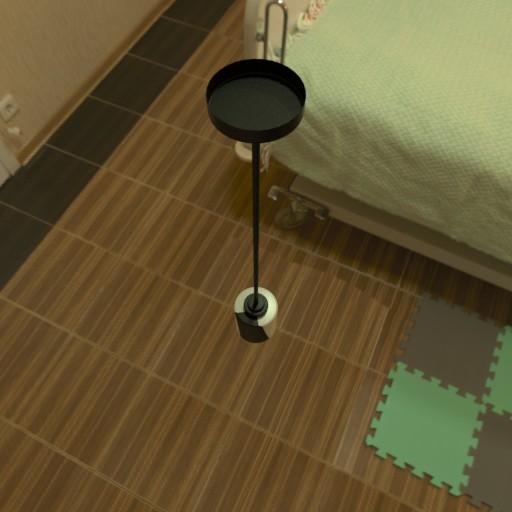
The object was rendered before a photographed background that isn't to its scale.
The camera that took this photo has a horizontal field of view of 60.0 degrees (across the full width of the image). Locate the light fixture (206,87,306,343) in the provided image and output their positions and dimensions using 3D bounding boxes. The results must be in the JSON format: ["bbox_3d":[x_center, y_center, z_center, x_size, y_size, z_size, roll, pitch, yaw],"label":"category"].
[{"bbox_3d":[0.000,0.000,0.926,0.123,0.863,0.123,-3,62,-2],"label":"light fixture"}]
